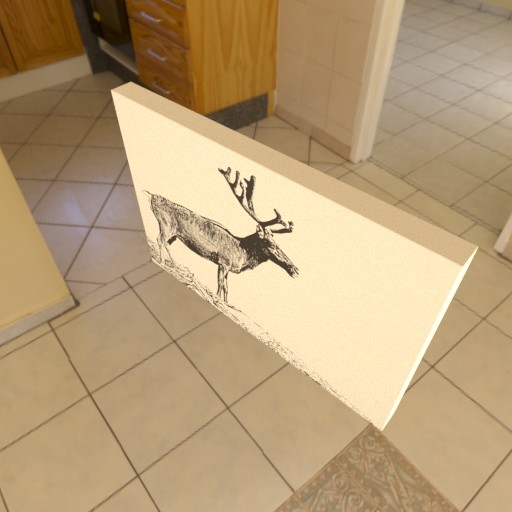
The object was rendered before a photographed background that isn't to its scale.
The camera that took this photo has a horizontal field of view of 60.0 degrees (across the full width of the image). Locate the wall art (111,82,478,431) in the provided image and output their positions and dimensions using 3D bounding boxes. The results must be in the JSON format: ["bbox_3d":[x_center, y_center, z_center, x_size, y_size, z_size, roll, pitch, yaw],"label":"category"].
[{"bbox_3d":[0.000,0.000,0.759,0.608,0.414,0.042,32,54,27],"label":"wall art"}]
